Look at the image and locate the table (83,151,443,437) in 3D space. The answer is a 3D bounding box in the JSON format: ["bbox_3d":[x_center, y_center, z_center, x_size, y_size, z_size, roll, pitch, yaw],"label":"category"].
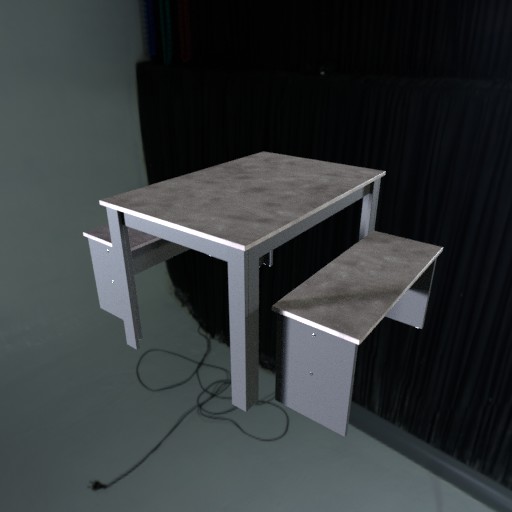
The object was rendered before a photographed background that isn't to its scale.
[{"bbox_3d":[0.000,0.000,2.097,1.443,0.700,1.100,18,31,33],"label":"table"}]
